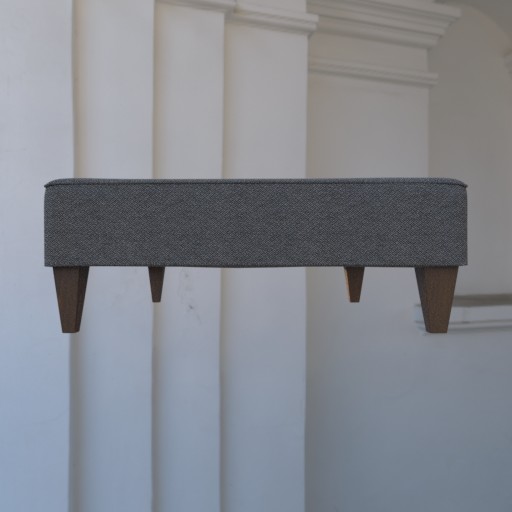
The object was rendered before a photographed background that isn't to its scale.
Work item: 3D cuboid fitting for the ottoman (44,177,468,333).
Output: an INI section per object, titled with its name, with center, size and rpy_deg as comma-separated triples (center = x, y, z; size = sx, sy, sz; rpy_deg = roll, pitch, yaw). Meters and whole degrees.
[ottoman]
center = 0.000, 0.000, 1.472
size = 0.970, 0.378, 0.981
rpy_deg = 0, -1, 0
